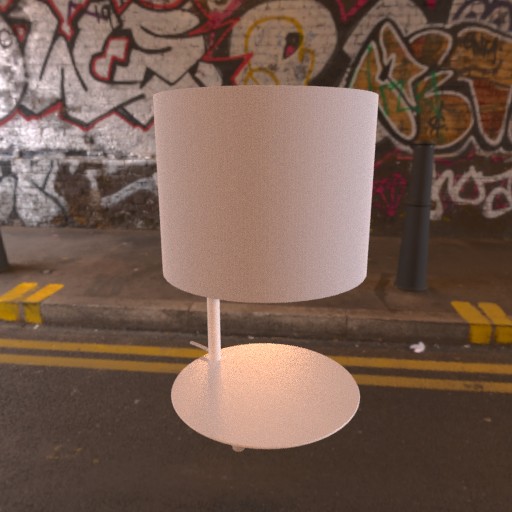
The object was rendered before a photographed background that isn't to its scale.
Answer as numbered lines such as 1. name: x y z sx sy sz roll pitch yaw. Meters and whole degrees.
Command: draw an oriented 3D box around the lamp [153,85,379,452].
1. lamp: 0.000 0.000 0.675 0.341 0.454 0.299 15 21 43
